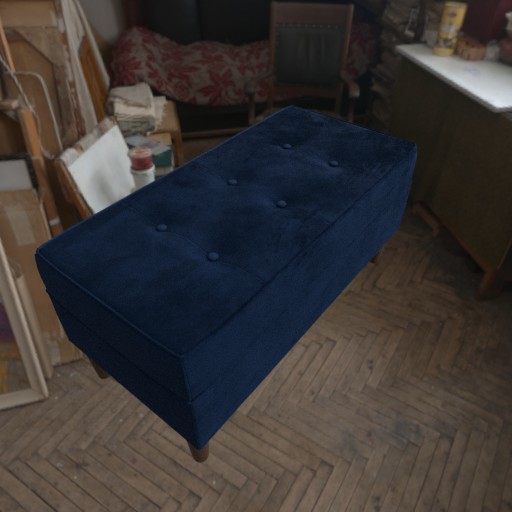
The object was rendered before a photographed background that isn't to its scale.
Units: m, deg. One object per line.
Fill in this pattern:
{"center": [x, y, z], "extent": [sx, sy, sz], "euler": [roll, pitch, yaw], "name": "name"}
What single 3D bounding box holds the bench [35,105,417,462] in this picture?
{"center": [0.000, 0.000, 1.292], "extent": [0.489, 0.467, 1.010], "euler": [28, 49, 28], "name": "bench"}
